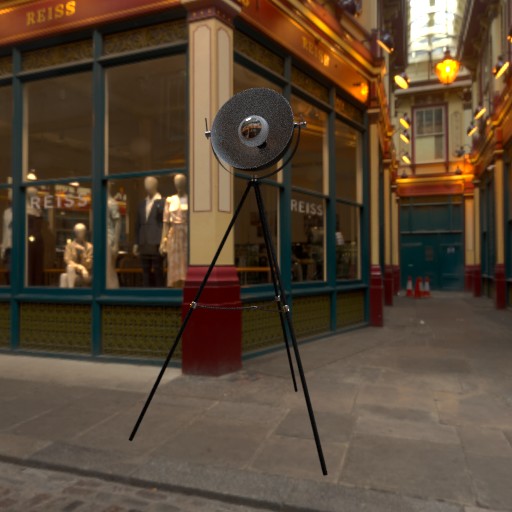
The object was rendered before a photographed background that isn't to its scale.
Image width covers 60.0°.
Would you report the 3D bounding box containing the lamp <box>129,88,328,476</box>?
[{"bbox_3d":[0.000,0.000,2.078,0.817,1.512,0.920,0,0,18],"label":"lamp"}]
